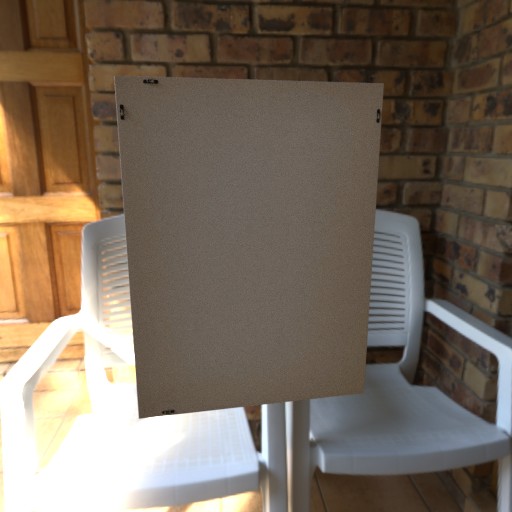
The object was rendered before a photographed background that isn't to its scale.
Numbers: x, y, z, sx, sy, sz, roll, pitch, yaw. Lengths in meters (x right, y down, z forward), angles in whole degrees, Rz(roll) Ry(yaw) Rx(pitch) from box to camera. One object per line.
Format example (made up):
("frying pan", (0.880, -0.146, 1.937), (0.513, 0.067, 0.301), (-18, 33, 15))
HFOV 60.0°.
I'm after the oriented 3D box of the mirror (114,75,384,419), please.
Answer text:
("mirror", (0.000, 0.000, 1.367), (0.762, 1.016, 0.040), (-3, 14, -11))
